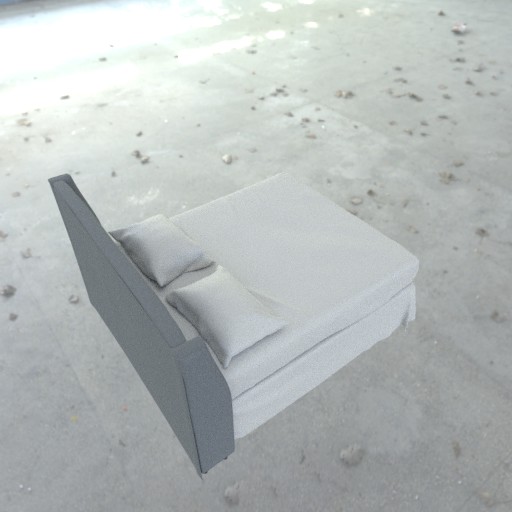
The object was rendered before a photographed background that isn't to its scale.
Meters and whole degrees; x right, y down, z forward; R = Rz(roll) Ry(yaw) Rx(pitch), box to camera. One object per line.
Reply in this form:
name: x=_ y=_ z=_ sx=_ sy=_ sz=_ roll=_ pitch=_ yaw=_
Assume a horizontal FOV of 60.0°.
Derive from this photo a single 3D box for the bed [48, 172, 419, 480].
bed: x=0.000 y=0.000 z=3.467 sx=2.276 sy=1.332 sz=1.925 roll=-26 pitch=48 yaw=-26
